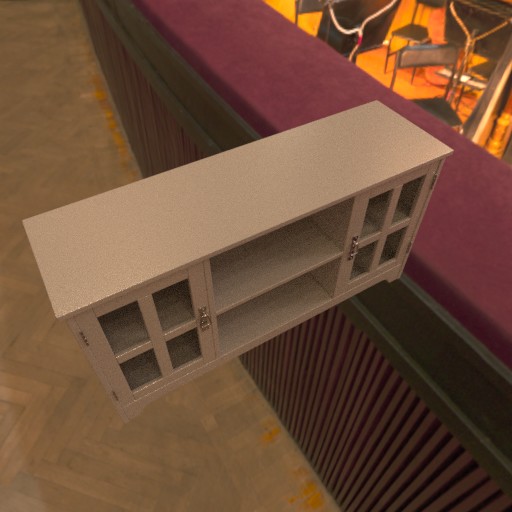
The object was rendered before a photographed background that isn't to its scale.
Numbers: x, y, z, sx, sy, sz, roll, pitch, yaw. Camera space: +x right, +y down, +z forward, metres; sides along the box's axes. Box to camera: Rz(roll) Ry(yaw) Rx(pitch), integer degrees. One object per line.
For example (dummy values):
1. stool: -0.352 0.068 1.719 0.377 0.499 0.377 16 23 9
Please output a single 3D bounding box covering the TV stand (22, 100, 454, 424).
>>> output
1. TV stand: 0.000 0.000 1.440 1.167 0.603 0.344 -24 52 -20
